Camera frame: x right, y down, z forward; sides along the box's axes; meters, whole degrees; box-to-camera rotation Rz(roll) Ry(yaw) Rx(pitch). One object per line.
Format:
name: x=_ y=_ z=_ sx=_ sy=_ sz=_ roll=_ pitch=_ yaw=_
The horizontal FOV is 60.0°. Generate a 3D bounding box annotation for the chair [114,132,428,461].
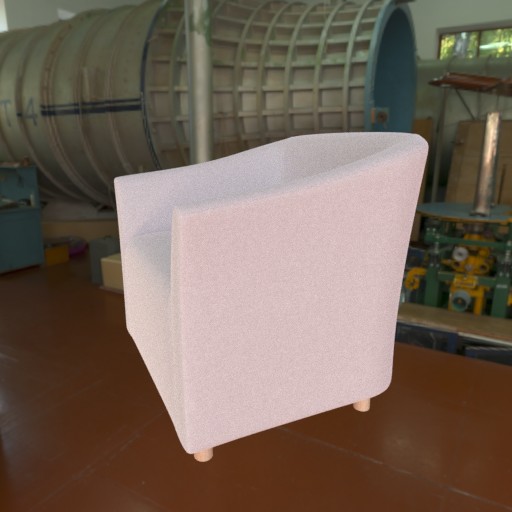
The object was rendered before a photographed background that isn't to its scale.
chair: x=0.000 y=0.000 z=1.333 sx=0.700 sy=0.720 sz=0.790 roll=-7 pitch=16 yaw=-24
